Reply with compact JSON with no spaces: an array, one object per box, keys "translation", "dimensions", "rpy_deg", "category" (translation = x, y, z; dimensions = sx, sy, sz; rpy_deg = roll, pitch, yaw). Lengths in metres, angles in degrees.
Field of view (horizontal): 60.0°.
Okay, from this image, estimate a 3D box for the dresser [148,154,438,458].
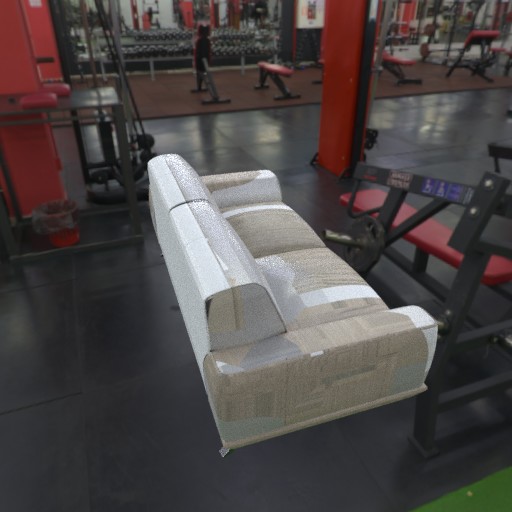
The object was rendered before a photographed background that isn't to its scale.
[{"translation":[0.000,0.000,5.902],"dimensions":[2.251,1.863,4.679],"rpy_deg":[-10,31,-16],"category":"dresser"}]
